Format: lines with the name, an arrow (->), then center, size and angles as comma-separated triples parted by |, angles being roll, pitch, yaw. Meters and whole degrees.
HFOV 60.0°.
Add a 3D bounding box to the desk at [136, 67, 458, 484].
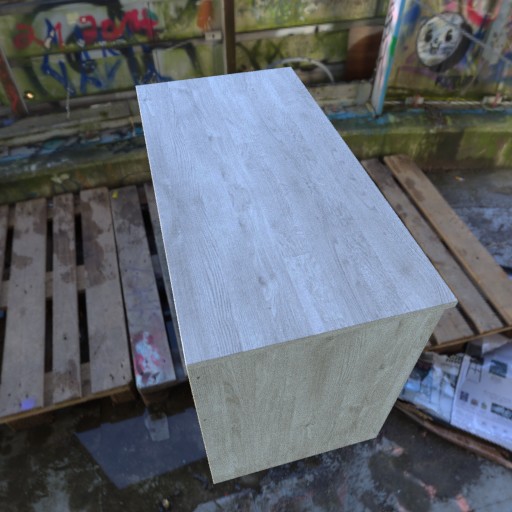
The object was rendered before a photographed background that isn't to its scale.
desk -> 0.000, 0.000, 1.483 | 0.560, 0.730, 1.100 | -11, 49, -10
